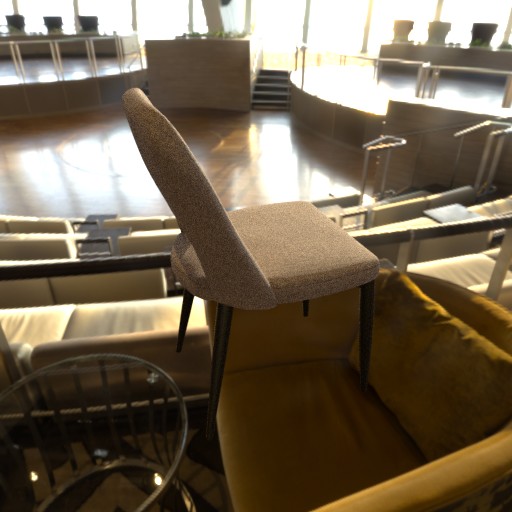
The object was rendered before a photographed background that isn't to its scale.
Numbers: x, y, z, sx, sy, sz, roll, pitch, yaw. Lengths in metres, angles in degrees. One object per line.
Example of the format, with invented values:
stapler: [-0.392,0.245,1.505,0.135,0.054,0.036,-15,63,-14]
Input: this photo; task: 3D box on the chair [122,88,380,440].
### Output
chair: [0.000,0.000,1.285,0.612,0.931,0.470,-11,33,-18]
